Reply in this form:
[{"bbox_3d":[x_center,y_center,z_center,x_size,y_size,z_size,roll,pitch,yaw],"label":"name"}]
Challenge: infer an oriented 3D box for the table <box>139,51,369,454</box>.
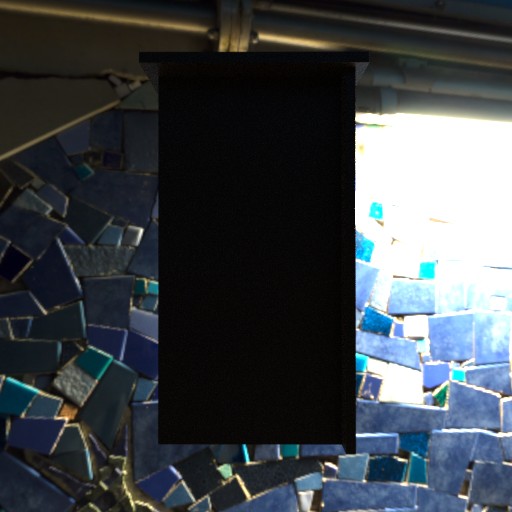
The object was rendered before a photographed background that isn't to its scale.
[{"bbox_3d":[0.000,0.000,1.067,0.408,0.711,0.589,0,0,0],"label":"table"}]
